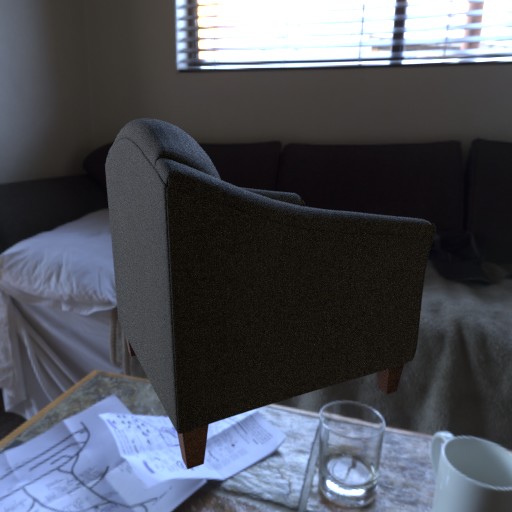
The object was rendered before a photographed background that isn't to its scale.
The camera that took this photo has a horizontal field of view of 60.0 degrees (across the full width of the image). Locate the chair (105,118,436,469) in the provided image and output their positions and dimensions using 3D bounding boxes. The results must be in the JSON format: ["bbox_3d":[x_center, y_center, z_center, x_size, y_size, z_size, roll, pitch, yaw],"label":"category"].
[{"bbox_3d":[0.000,0.000,1.435,0.787,0.839,0.763,-7,17,-26],"label":"chair"}]
